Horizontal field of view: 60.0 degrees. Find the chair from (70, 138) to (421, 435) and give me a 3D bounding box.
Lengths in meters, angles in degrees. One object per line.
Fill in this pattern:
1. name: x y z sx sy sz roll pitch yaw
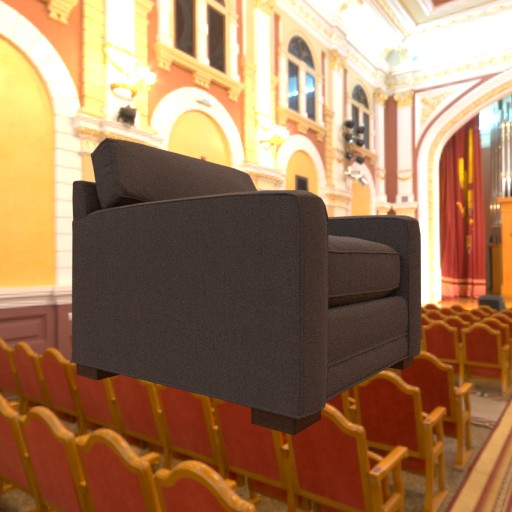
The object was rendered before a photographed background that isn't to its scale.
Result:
1. chair: 0.000 0.000 1.787 1.043 0.913 0.997 0 -1 37
